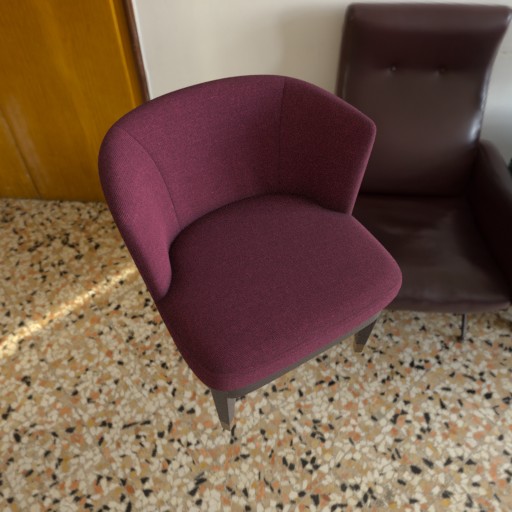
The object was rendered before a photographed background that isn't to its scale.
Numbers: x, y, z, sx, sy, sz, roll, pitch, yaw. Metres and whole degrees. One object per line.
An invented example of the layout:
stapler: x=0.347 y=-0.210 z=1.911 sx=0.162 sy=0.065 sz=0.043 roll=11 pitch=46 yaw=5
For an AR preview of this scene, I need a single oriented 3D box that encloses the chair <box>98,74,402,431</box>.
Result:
chair: x=0.000 y=0.000 z=1.278 sx=0.700 sy=0.760 sz=0.660 roll=-24 pitch=52 yaw=-21
